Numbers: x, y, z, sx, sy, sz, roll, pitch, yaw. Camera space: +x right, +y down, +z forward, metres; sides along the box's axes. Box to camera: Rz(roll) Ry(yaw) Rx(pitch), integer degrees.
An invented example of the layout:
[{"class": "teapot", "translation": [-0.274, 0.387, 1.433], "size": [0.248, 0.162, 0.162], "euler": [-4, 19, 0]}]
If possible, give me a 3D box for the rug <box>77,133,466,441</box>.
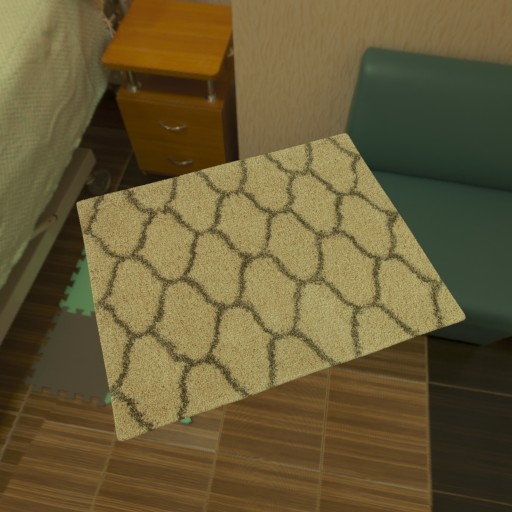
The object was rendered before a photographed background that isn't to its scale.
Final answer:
[{"class": "rug", "translation": [0.000, 0.000, 4.134], "size": [3.000, 0.026, 2.399], "euler": [-17, 60, -10]}]
